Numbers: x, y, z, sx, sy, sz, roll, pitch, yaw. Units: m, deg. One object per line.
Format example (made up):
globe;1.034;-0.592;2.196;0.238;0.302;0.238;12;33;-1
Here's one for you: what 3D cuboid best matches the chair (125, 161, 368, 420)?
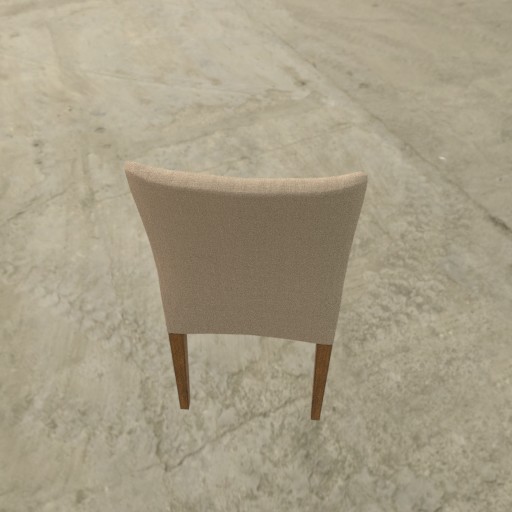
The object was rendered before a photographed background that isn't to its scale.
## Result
chair;0.000;0.000;1.264;0.496;0.940;0.585;4;47;3
